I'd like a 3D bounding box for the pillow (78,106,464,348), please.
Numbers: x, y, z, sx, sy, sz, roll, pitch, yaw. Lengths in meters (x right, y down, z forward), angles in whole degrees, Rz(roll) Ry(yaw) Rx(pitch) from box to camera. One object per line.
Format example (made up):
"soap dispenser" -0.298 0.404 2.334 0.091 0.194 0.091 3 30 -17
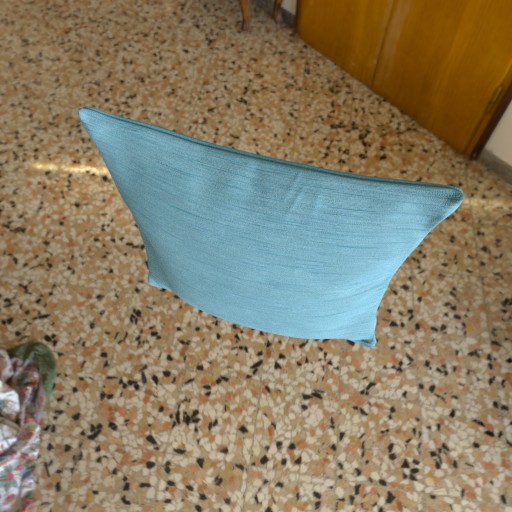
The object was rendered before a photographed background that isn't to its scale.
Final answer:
"pillow" 0.000 0.000 0.639 0.433 0.415 0.151 15 59 9
